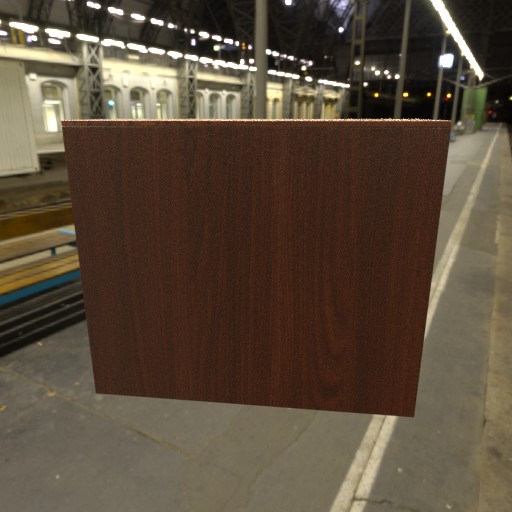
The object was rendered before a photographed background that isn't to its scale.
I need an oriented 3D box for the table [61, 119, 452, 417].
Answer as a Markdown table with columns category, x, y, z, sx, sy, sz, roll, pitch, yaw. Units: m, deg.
| category | x | y | z | sx | sy | sz | roll | pitch | yaw |
| --- | --- | --- | --- | --- | --- | --- | --- | --- | --- |
| table | 0.000 | 0.000 | 1.343 | 0.930 | 0.790 | 0.380 | 2 | 18 | 7 |
